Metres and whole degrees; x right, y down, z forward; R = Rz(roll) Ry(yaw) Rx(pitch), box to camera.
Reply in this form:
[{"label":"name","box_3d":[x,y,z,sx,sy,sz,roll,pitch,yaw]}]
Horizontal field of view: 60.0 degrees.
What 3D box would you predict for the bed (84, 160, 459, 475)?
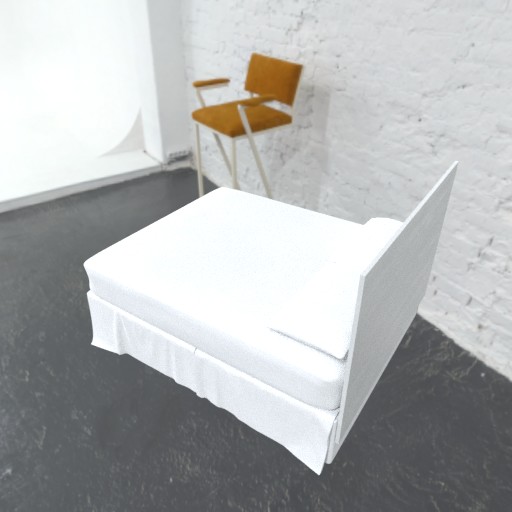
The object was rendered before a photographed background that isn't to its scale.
[{"label":"bed","box_3d":[0.000,0.000,3.184,2.094,1.335,1.745,20,37,28]}]
